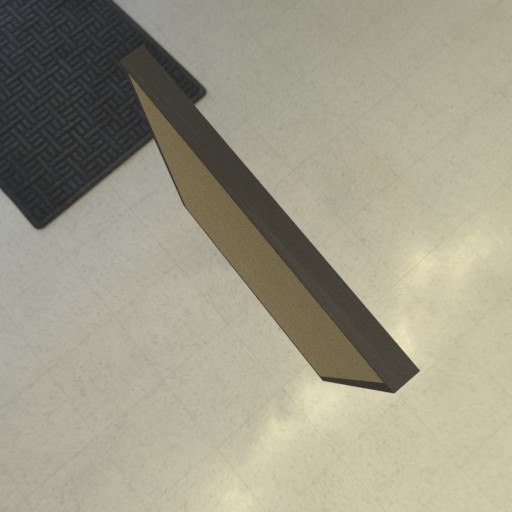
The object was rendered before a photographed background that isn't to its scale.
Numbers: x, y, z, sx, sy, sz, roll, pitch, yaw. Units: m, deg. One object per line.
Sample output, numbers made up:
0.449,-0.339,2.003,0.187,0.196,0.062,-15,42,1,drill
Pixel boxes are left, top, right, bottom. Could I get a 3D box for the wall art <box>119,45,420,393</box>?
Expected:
0.000,0.000,0.756,0.037,0.507,0.509,-37,79,-9,wall art
